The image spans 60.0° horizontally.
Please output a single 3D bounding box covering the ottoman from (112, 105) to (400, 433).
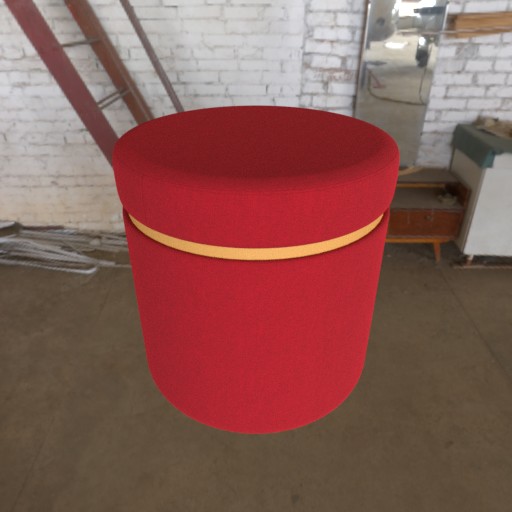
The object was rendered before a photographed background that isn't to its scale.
[{"bbox_3d":[0.000,0.000,0.731,0.400,0.406,0.400,0,31,0],"label":"ottoman"}]
